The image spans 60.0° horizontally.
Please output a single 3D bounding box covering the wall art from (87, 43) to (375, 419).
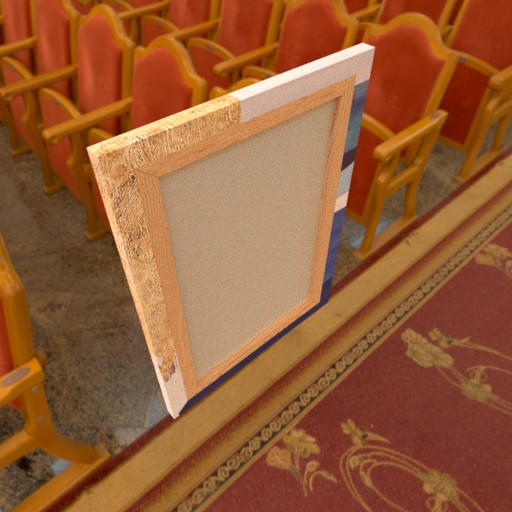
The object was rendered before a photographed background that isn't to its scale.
[{"bbox_3d":[0.000,0.000,0.790,0.458,0.613,0.026,-32,53,-28],"label":"wall art"}]
